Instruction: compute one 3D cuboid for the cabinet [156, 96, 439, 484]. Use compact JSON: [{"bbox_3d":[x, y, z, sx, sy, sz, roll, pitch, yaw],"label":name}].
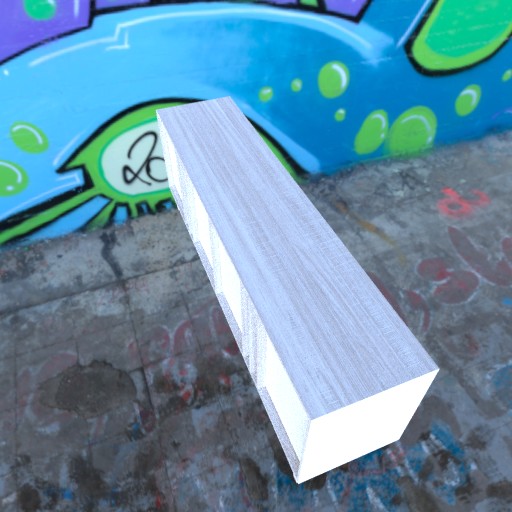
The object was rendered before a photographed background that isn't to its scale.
[{"bbox_3d":[0.000,0.000,2.474,0.500,0.780,2.200,-16,48,-15],"label":"cabinet"}]
